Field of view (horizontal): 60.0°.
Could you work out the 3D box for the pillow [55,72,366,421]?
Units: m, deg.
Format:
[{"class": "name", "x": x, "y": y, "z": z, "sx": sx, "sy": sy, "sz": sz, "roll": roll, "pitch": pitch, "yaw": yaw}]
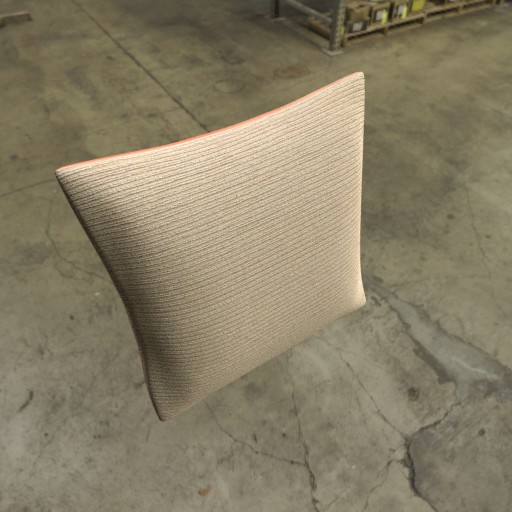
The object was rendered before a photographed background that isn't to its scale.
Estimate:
[{"class": "pillow", "x": 0.000, "y": 0.000, "z": 0.646, "sx": 0.424, "sy": 0.401, "sz": 0.177, "roll": -25, "pitch": 52, "yaw": -22}]
